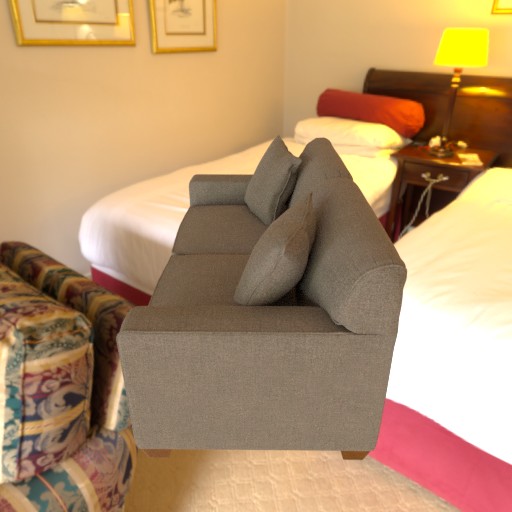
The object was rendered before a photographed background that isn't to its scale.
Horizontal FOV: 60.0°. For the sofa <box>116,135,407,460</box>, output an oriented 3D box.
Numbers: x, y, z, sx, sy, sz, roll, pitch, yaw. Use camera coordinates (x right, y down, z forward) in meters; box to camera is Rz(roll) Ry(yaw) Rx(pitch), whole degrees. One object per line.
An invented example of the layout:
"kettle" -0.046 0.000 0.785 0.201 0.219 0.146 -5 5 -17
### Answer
"sofa" 0.000 0.000 2.370 1.000 0.958 1.846 0 27 1
